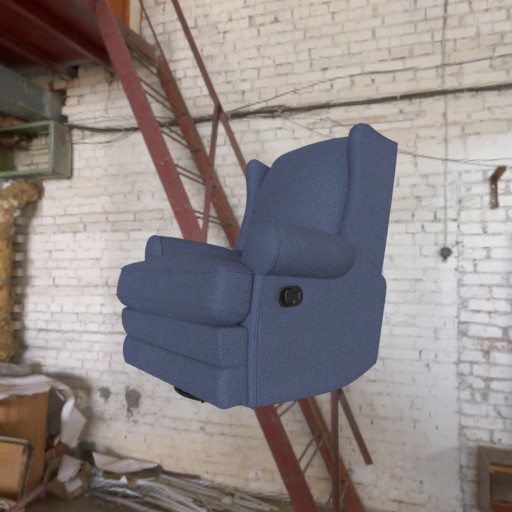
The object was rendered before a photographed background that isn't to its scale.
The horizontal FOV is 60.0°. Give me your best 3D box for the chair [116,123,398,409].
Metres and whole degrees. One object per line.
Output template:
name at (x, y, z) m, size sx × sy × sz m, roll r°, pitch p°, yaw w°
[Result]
chair at (0.000, 0.000, 1.788) m, size 0.877 × 1.020 × 0.971 m, roll 1°, pitch -2°, yaw -36°
